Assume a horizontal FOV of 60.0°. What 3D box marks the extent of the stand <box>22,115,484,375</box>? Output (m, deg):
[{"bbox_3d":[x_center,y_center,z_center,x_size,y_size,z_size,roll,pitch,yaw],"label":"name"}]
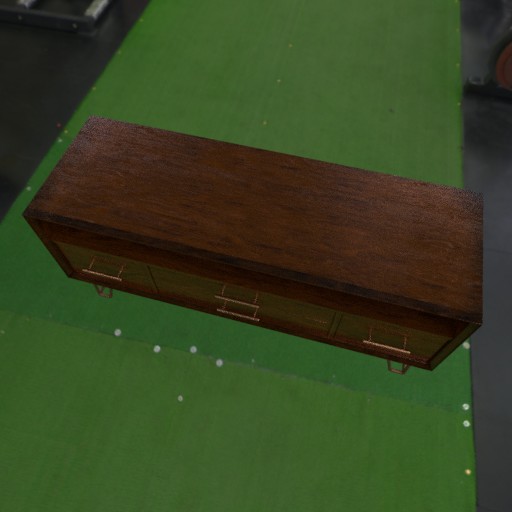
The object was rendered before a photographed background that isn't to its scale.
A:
[{"bbox_3d":[0.000,0.000,1.646,1.372,0.610,0.481,13,59,8],"label":"stand"}]
